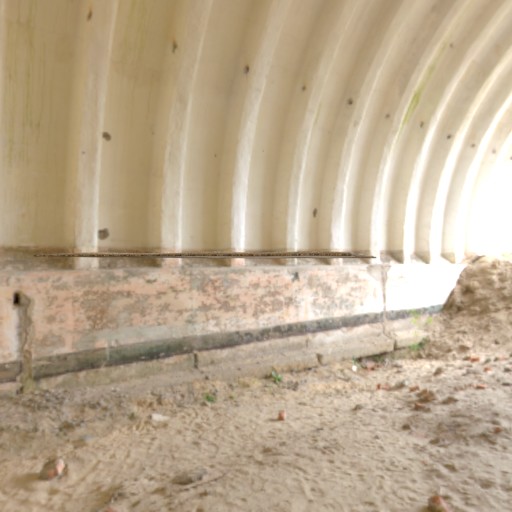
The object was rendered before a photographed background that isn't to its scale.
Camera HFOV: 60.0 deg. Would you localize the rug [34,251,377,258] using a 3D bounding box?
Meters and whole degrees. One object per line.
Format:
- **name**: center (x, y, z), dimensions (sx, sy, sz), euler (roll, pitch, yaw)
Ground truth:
- **rug**: center (0.000, 0.000, 3.085), dimensions (1.529, 0.027, 2.434), euler (0, -1, 18)
